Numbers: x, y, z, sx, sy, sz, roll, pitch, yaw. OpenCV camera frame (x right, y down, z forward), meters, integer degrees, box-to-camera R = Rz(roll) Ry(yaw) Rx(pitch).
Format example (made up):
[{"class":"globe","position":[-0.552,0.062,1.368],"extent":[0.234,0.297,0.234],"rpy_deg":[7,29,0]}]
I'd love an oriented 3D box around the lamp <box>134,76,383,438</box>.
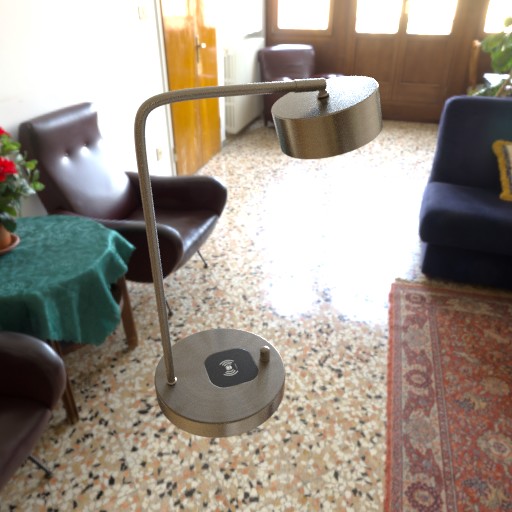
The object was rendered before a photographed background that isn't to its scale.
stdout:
[{"class":"lamp","position":[0.000,0.000,0.635],"extent":[0.334,0.469,0.211],"rpy_deg":[-10,32,-17]}]
